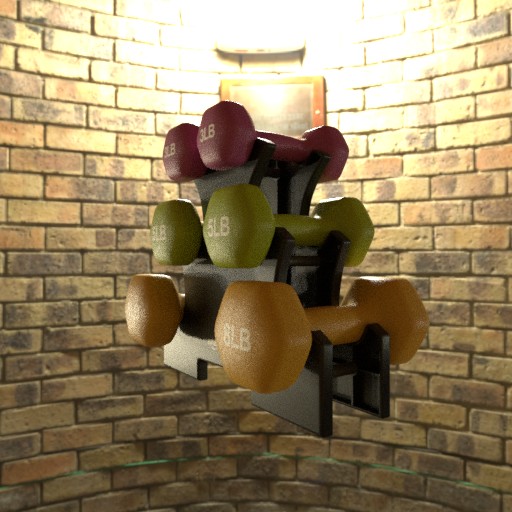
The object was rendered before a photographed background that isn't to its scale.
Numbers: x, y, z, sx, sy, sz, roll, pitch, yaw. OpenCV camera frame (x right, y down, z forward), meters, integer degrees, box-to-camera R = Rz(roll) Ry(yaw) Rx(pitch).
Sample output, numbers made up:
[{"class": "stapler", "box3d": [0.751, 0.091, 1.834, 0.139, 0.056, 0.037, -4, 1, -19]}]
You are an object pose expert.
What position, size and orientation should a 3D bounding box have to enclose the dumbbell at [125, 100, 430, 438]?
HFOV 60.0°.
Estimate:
[{"class": "dumbbell", "box3d": [0.000, 0.000, 0.464, 0.190, 0.271, 0.300, 0, -1, -36]}]
